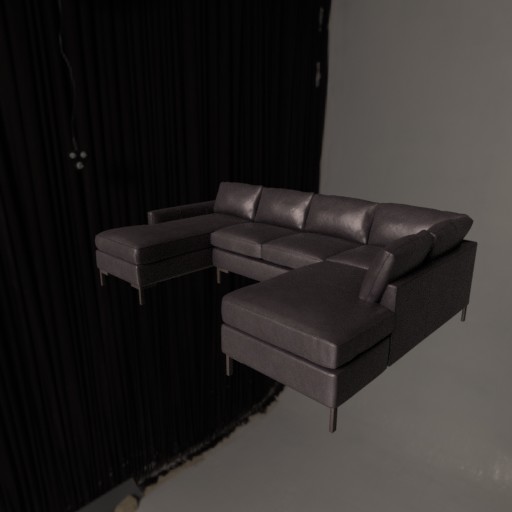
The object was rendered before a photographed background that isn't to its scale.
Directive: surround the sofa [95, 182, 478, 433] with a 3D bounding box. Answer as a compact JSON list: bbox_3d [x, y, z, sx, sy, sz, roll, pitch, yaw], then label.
[{"bbox_3d":[0.000,0.000,3.763,2.956,0.900,1.939,16,23,42],"label":"sofa"}]
